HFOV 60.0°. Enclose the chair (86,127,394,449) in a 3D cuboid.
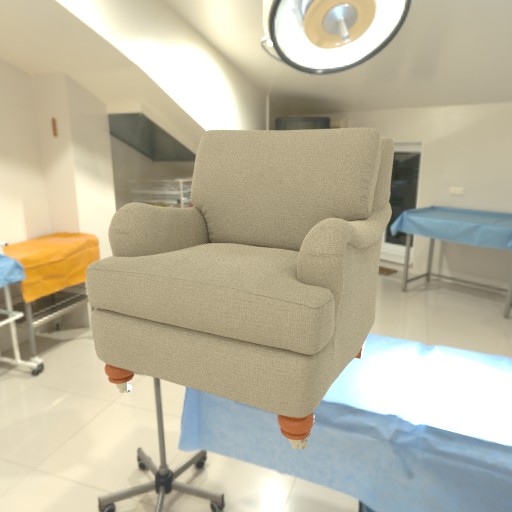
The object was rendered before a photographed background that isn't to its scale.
[{"bbox_3d":[0.000,0.000,1.855,0.955,1.038,1.070,7,16,26],"label":"chair"}]
